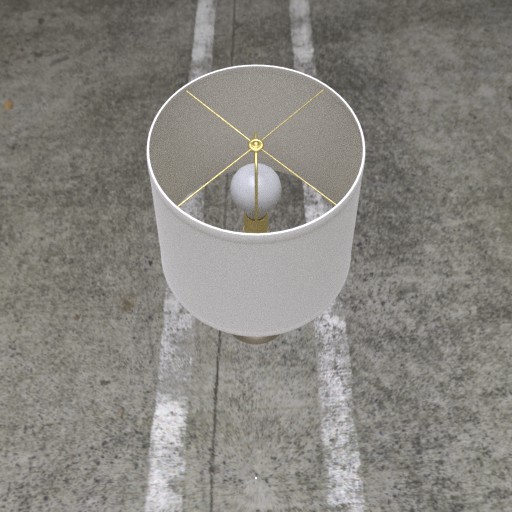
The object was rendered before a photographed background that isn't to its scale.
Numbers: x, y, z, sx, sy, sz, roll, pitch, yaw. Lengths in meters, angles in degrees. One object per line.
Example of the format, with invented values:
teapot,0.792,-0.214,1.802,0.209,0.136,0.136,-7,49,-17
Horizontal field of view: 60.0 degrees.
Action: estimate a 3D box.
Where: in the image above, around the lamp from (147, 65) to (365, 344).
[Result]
lamp,0.000,0.000,0.809,0.328,0.619,0.328,0,63,0
